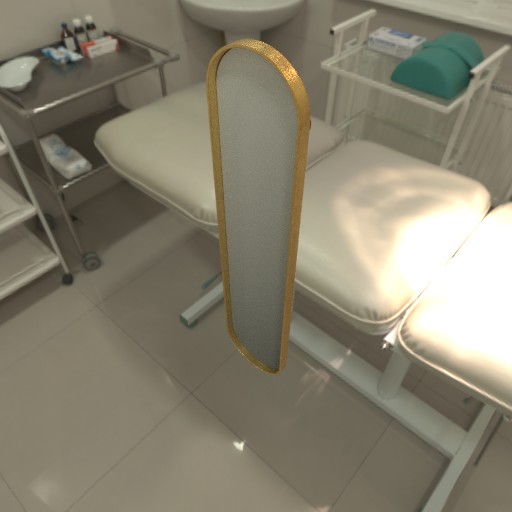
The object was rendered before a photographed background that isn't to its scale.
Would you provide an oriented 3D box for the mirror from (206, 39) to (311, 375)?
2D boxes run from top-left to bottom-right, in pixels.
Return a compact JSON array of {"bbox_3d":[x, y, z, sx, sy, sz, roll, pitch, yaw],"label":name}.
[{"bbox_3d":[0.000,0.000,1.070,0.222,0.991,0.032,33,55,27],"label":"mirror"}]
